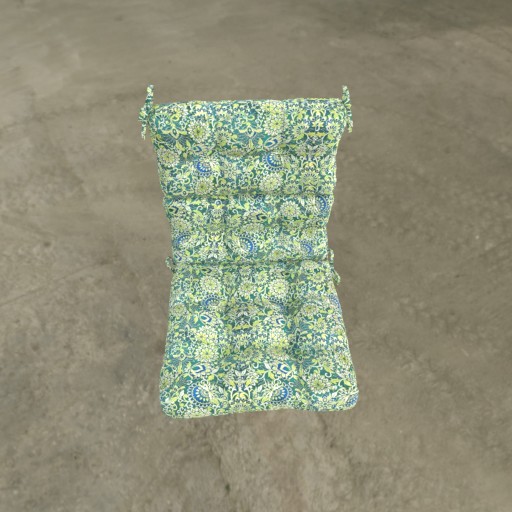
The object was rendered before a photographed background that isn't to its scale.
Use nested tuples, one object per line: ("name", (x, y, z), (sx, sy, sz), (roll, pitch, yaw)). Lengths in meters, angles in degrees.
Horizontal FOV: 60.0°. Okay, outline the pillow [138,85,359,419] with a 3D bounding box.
("pillow", (0.000, 0.000, 1.064), (0.519, 0.605, 0.571), (-2, 48, -2))
